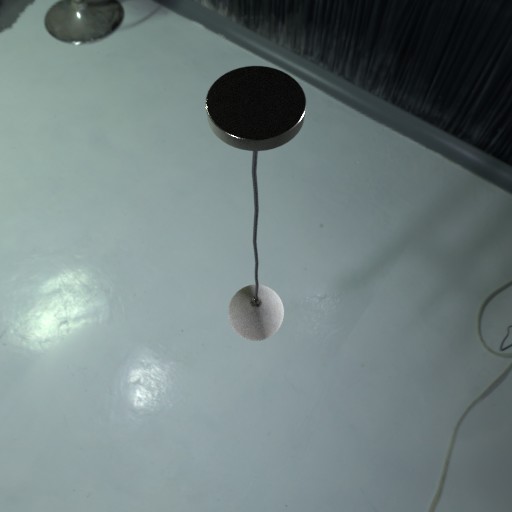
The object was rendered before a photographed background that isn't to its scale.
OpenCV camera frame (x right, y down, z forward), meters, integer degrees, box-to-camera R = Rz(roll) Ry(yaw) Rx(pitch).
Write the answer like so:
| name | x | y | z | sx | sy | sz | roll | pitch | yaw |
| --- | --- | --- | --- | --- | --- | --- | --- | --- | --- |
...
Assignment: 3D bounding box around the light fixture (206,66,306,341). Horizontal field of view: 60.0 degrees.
| name | x | y | z | sx | sy | sz | roll | pitch | yaw |
| --- | --- | --- | --- | --- | --- | --- | --- | --- | --- |
| light fixture | 0.000 | 0.000 | 0.828 | 0.139 | 0.764 | 0.139 | 31 | 67 | 14 |
